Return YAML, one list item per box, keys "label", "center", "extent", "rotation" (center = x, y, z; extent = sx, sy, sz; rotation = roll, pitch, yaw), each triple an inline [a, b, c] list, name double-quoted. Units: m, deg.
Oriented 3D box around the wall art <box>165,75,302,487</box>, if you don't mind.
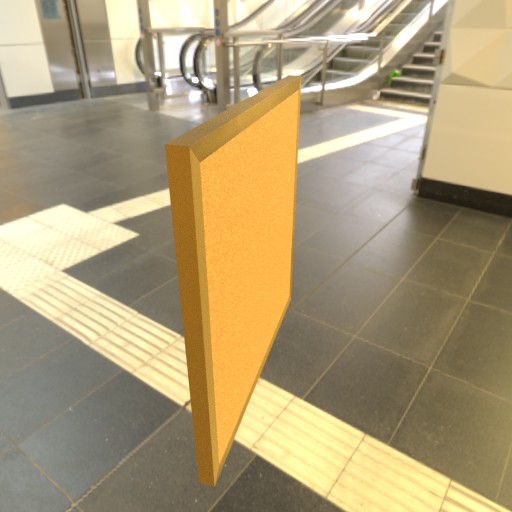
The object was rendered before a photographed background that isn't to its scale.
- label: "wall art"
  center: [0.000, 0.000, 1.122]
  extent: [0.038, 0.762, 0.762]
  rotation: [8, 30, 15]
